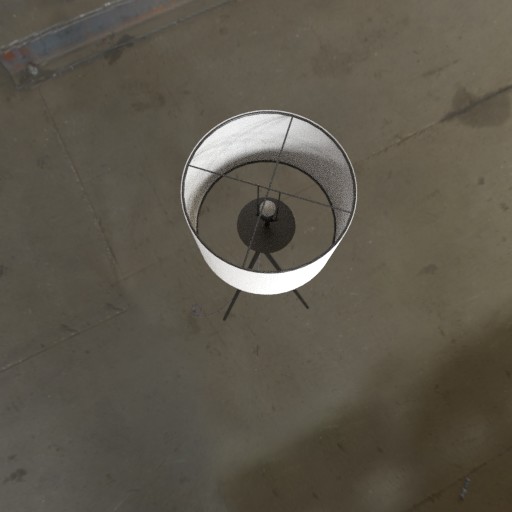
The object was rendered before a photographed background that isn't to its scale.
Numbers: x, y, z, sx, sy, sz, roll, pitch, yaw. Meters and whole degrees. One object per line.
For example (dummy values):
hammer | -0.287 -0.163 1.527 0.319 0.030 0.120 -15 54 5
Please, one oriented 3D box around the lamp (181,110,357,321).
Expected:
lamp | 0.000 0.000 1.876 0.667 1.624 0.522 17 76 4
